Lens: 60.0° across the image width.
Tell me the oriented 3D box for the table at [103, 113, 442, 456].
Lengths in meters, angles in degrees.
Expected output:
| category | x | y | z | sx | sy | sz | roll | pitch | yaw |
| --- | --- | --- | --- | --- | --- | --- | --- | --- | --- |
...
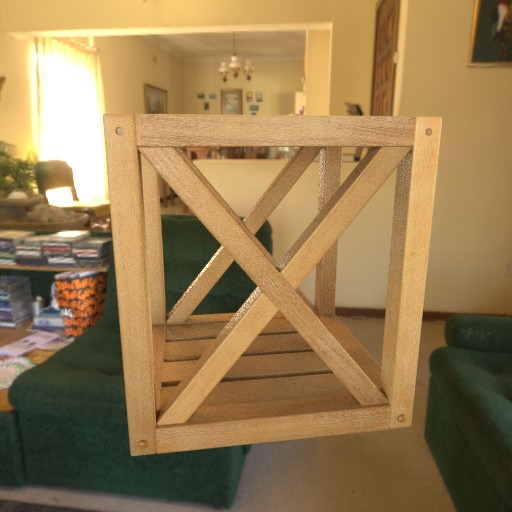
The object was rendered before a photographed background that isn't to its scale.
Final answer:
| category | x | y | z | sx | sy | sz | roll | pitch | yaw |
| --- | --- | --- | --- | --- | --- | --- | --- | --- | --- |
| table | 0.000 | 0.000 | 1.050 | 0.559 | 0.610 | 0.558 | -2 | 15 | -9 |
